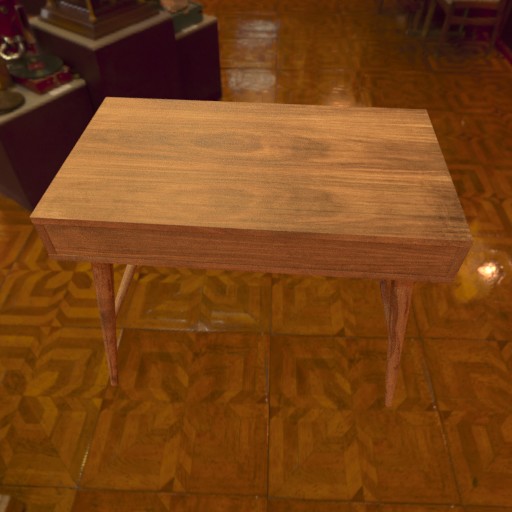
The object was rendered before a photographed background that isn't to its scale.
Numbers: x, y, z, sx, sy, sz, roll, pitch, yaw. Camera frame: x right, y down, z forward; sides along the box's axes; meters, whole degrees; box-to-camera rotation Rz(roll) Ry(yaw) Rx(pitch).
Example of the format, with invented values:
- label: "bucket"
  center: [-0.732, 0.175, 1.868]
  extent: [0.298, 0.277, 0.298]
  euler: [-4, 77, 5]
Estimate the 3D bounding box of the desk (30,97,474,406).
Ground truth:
- label: "desk"
  center: [0.000, 0.000, 1.407]
  extent: [0.949, 0.758, 0.588]
  euler: [3, 47, 3]
